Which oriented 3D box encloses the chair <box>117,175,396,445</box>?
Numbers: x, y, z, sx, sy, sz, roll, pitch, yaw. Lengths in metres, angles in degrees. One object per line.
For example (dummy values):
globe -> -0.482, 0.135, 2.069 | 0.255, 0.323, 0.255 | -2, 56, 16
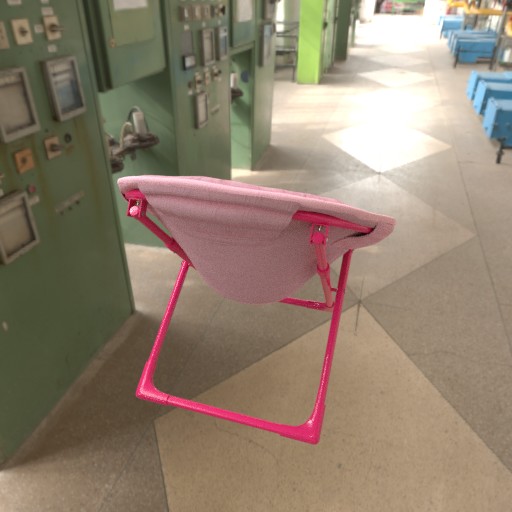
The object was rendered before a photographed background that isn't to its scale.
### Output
chair -> 0.000, 0.000, 0.917 | 0.522, 0.494, 0.459 | 9, 33, 15
